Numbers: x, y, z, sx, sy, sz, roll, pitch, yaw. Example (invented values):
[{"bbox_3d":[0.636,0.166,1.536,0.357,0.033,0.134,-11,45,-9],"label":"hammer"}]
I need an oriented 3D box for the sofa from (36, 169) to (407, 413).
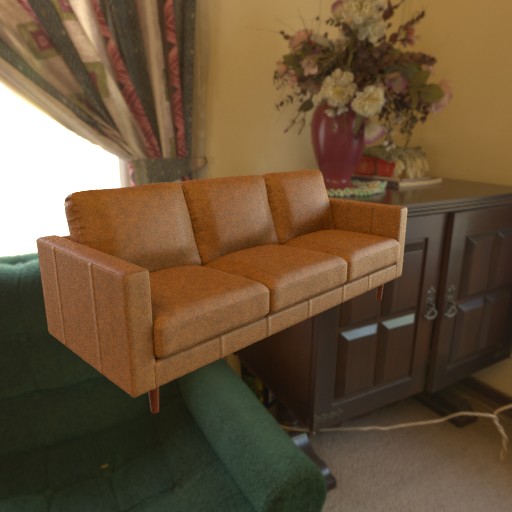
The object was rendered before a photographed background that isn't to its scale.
[{"bbox_3d":[0.000,0.000,2.734,0.903,0.930,2.231,15,21,43],"label":"sofa"}]
